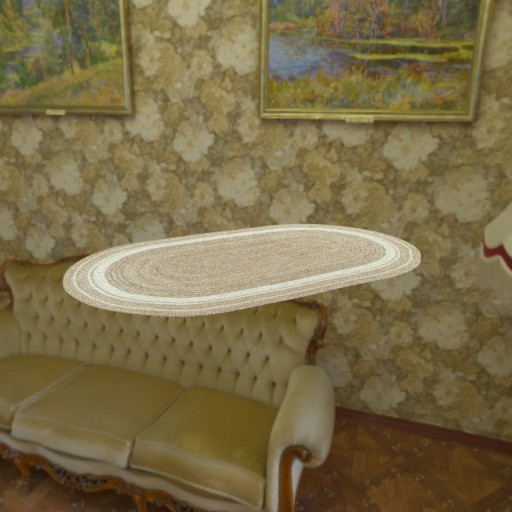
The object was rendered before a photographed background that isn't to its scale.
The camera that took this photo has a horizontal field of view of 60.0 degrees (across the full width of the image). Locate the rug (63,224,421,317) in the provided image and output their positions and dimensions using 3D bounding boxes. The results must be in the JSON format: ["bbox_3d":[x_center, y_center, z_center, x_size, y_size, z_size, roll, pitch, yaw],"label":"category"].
[{"bbox_3d":[0.000,0.000,3.015,2.432,0.006,1.520,-9,19,-28],"label":"rug"}]
